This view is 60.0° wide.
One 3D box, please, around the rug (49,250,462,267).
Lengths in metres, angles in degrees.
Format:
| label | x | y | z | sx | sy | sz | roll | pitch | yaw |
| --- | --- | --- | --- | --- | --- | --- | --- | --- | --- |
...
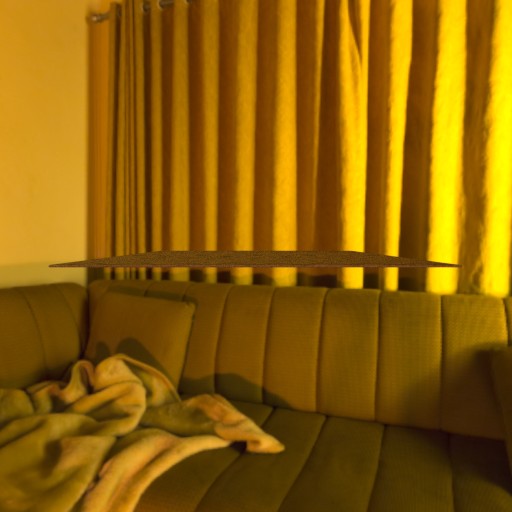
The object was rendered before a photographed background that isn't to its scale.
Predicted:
| label | x | y | z | sx | sy | sz | roll | pitch | yaw |
| --- | --- | --- | --- | --- | --- | --- | --- | --- | --- |
| rug | 0.000 | 0.000 | 4.126 | 2.441 | 0.016 | 3.050 | 0 | 2 | 0 |
